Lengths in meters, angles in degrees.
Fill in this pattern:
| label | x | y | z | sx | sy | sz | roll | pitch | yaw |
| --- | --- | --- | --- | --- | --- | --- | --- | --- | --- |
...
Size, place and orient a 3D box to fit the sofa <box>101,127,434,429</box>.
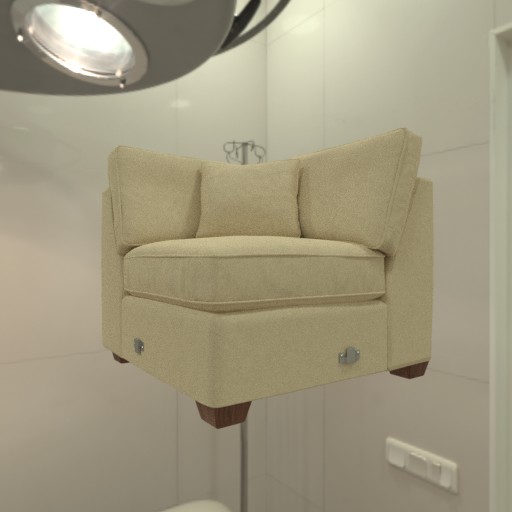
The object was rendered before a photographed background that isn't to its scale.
| label | x | y | z | sx | sy | sz | roll | pitch | yaw |
| --- | --- | --- | --- | --- | --- | --- | --- | --- | --- |
| sofa | 0.000 | 0.000 | 1.975 | 1.084 | 1.002 | 1.146 | 0 | 0 | -35 |
